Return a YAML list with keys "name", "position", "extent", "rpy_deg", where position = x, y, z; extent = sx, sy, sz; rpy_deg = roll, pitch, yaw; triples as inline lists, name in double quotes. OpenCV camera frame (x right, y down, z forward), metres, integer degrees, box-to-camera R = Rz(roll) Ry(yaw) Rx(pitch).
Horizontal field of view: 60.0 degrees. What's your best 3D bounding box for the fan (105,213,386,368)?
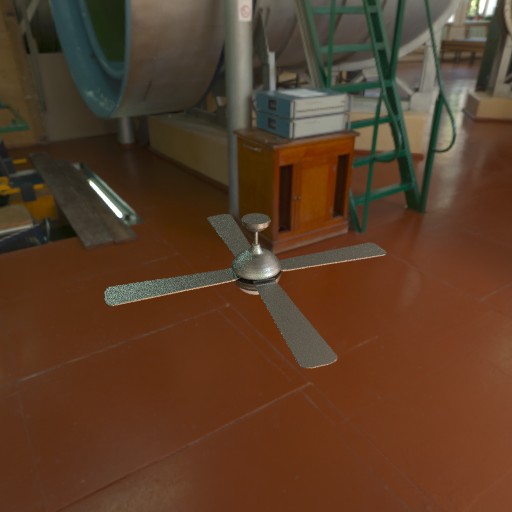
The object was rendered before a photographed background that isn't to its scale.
- name: "fan"
  position: [0.000, 0.000, 2.077]
  extent: [1.321, 0.381, 1.321]
  rpy_deg: [1, 29, 1]
